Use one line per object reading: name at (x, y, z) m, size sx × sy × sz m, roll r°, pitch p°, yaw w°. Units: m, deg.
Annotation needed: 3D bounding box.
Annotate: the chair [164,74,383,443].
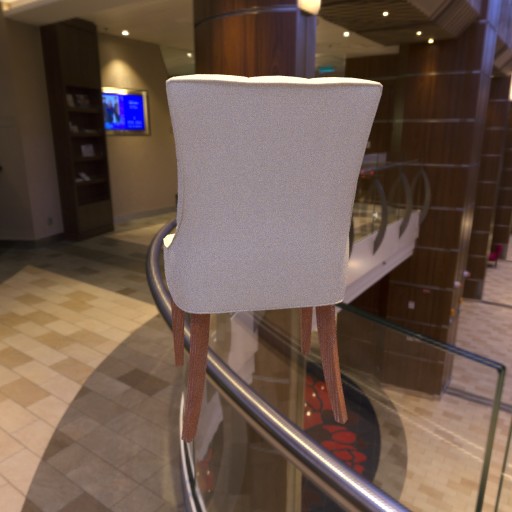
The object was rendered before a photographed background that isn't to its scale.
chair at (0.000, 0.000, 1.225) m, size 0.509 × 0.874 × 0.565 m, roll -3°, pitch 16°, yaw -10°
